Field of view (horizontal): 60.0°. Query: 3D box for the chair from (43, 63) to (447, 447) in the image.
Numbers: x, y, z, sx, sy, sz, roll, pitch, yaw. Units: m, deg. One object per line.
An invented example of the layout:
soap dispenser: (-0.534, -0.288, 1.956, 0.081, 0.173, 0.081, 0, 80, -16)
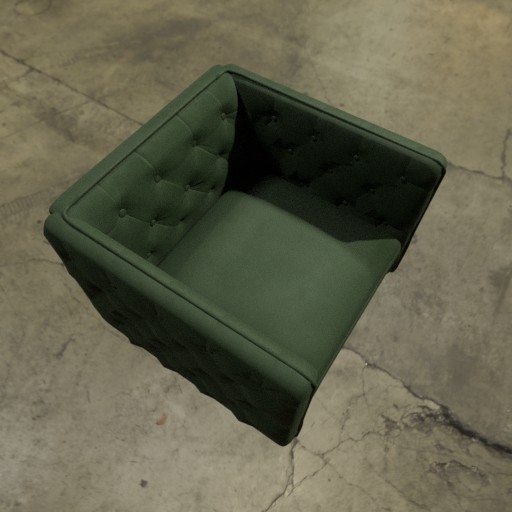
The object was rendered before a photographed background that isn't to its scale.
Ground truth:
chair: (0.000, 0.000, 1.558, 0.855, 0.768, 0.917, 30, 63, 17)
